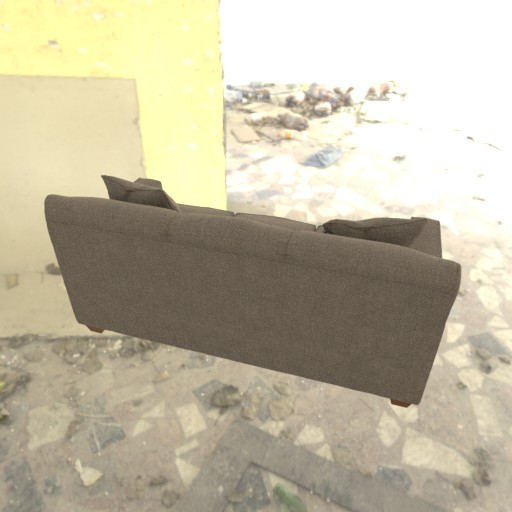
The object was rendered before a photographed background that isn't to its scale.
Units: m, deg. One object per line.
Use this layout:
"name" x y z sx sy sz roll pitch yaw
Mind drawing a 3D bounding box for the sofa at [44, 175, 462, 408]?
"sofa" 0.000 0.000 2.614 2.024 0.958 0.997 10 36 14
